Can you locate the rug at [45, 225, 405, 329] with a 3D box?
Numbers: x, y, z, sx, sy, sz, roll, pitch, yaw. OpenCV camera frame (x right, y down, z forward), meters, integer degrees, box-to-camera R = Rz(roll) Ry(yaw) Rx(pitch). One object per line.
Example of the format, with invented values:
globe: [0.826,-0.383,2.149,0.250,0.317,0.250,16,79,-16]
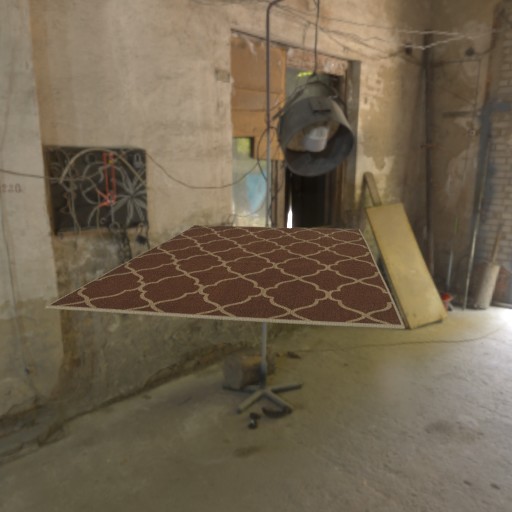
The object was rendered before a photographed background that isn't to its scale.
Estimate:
rug: [0.000,0.000,2.922,1.528,0.014,2.294,2,13,8]
